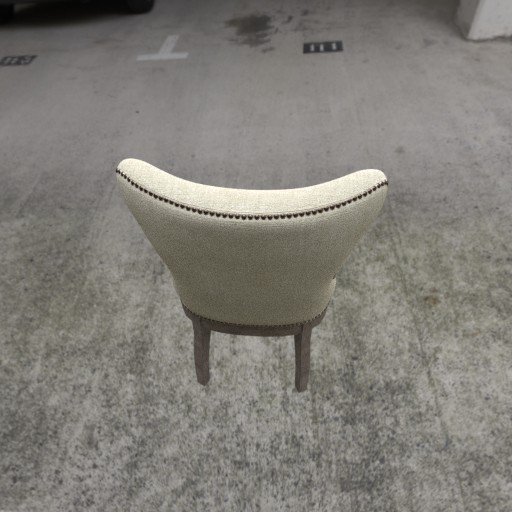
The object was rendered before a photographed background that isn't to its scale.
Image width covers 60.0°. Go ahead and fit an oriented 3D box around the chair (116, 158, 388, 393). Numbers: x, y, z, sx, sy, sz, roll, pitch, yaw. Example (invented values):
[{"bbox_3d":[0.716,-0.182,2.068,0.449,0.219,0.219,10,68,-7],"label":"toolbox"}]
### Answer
[{"bbox_3d":[0.000,0.000,1.522,0.654,1.002,0.681,3,46,3],"label":"chair"}]
